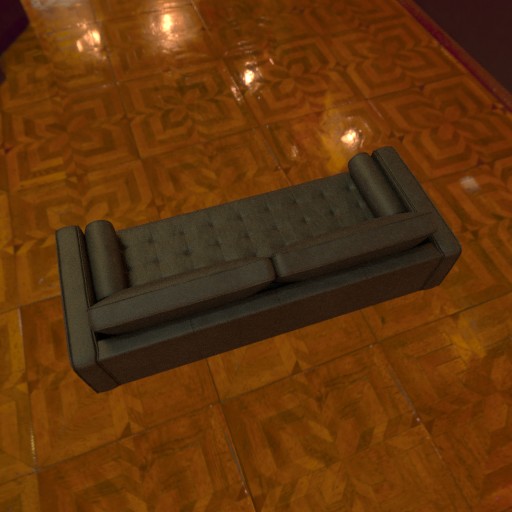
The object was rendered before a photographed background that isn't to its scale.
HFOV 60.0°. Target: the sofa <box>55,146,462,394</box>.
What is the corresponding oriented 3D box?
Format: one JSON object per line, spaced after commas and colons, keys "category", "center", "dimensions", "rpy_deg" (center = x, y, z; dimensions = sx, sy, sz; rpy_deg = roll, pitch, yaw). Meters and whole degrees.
{"category": "sofa", "center": [0.000, 0.000, 2.685], "dimensions": [2.210, 0.762, 0.914], "rpy_deg": [-16, 59, -10]}
